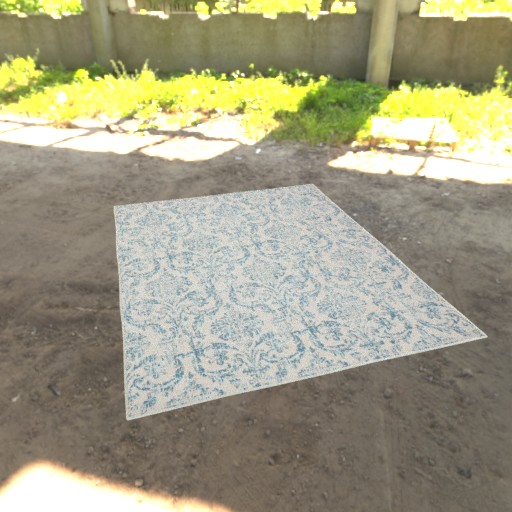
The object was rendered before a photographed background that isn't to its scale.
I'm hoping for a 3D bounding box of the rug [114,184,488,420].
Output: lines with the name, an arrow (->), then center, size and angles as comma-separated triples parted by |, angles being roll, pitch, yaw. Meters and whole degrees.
rug -> 0.000, 0.000, 3.923 | 2.363, 0.012, 2.980 | -9, 31, -15
